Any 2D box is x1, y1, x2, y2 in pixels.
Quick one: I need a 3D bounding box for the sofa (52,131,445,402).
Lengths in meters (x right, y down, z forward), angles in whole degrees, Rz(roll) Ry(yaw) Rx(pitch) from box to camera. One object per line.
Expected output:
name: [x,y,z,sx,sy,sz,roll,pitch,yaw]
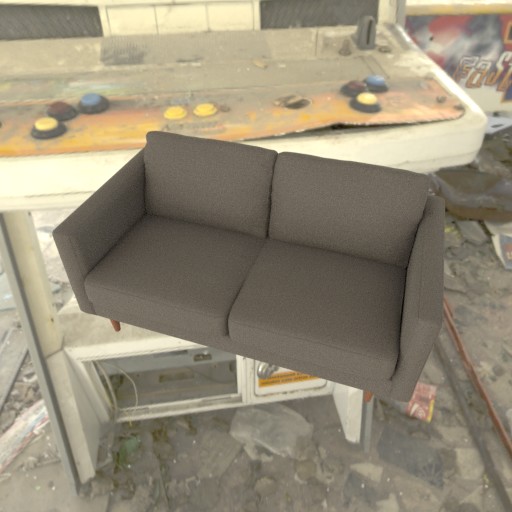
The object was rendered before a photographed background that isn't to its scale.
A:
sofa: [0.000,0.000,2.259,1.713,0.866,0.940,12,43,14]
